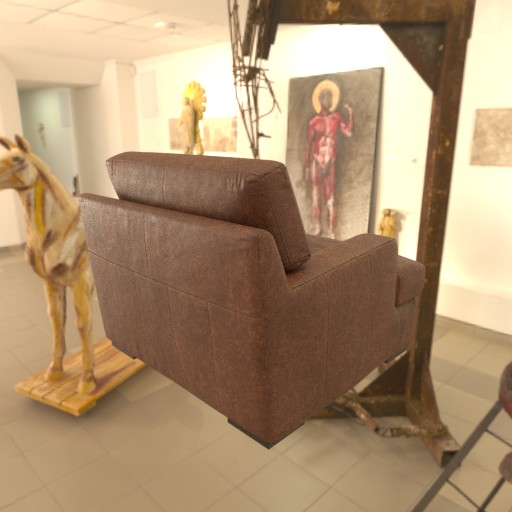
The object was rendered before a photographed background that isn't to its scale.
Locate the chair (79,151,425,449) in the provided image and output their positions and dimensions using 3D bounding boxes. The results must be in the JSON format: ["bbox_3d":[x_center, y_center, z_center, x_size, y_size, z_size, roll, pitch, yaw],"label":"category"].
[{"bbox_3d":[0.000,0.000,2.037,1.168,0.939,1.143,15,22,43],"label":"chair"}]
